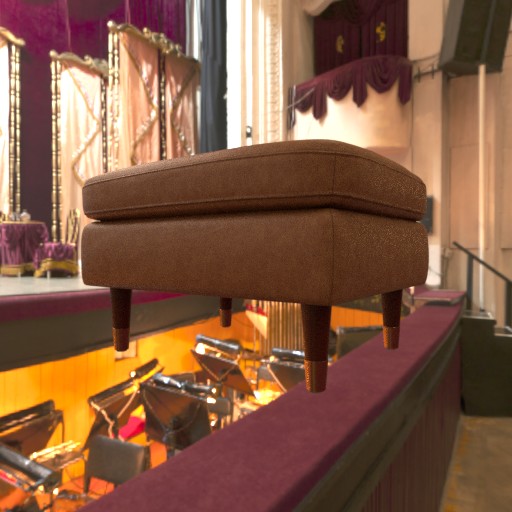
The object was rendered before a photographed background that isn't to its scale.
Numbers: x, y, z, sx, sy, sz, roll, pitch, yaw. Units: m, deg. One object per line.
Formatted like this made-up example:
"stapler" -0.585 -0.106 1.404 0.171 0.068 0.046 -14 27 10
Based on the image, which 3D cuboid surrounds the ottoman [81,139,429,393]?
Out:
"ottoman" 0.000 0.000 1.134 0.747 0.478 0.593 1 1 35
